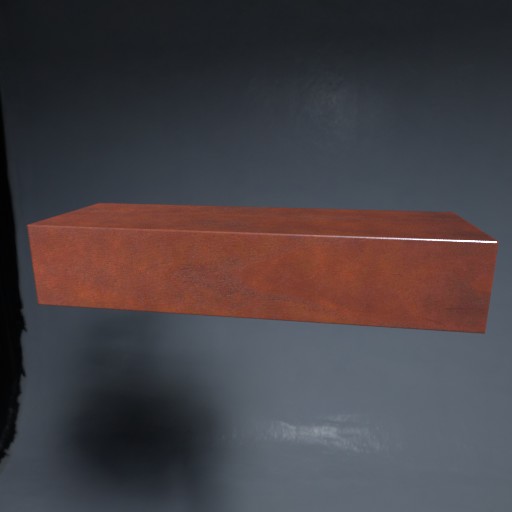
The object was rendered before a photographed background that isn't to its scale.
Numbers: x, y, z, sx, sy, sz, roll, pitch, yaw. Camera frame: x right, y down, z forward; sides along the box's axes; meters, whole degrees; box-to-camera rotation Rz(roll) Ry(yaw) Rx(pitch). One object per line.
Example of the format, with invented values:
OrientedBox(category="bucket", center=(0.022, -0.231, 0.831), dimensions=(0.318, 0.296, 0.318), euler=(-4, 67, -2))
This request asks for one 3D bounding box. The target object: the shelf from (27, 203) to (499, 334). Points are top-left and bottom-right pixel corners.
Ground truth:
OrientedBox(category="shelf", center=(0.000, 0.000, 0.509), dimensions=(0.457, 0.088, 0.152), euler=(2, 16, 9))
